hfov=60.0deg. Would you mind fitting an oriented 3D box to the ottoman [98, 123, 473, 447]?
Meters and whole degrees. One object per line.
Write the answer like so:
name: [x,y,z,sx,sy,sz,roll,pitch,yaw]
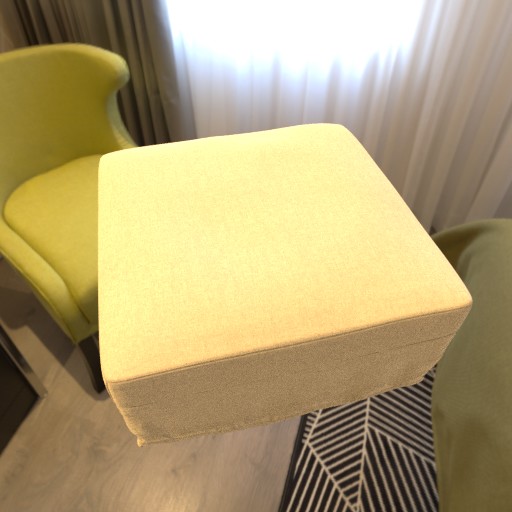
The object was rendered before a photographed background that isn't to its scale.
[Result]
ottoman: [0.000,0.000,1.316,0.843,0.436,0.840,-10,47,-10]
